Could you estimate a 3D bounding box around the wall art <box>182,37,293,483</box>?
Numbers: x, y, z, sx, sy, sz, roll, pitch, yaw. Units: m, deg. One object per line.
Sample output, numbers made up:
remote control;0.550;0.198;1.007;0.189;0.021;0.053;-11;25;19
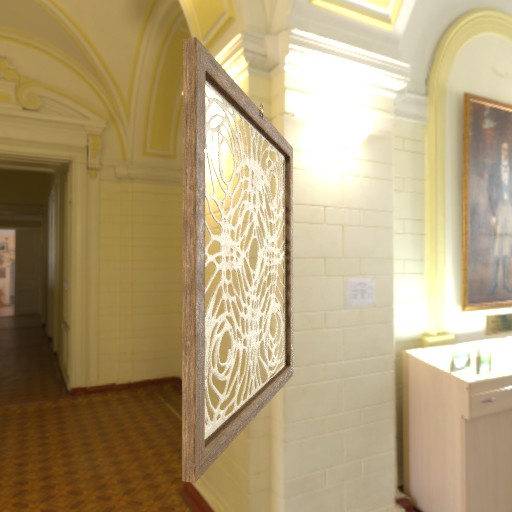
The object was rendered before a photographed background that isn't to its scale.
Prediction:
wall art;0.000;0.000;0.826;0.021;0.576;0.561;0;-1;17
